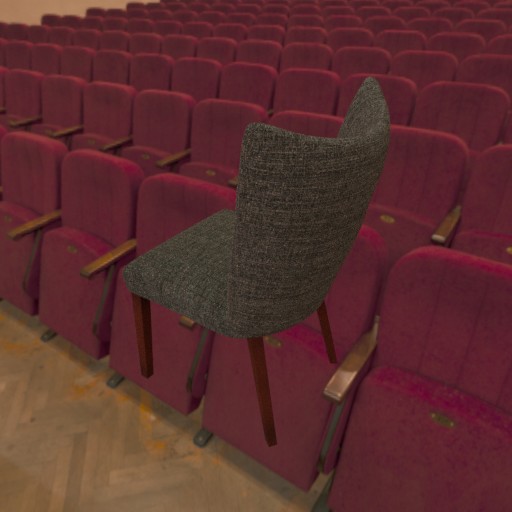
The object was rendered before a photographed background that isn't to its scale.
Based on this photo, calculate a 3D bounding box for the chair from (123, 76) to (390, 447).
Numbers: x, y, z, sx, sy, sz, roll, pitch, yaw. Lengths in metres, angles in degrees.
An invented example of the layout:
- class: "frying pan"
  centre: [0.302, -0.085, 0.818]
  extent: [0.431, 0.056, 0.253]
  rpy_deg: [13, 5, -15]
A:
- class: "chair"
  centre: [0.000, 0.000, 1.262]
  extent: [0.623, 0.924, 0.535]
  rpy_deg: [20, 37, 29]
